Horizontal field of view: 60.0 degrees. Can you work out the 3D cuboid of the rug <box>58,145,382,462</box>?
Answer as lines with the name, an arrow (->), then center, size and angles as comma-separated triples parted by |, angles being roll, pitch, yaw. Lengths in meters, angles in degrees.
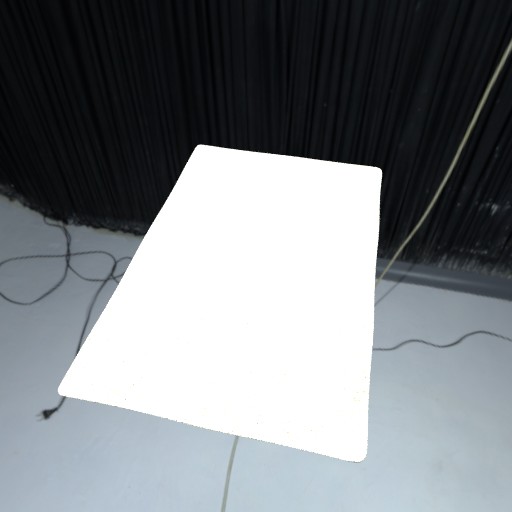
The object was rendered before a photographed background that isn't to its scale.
rug -> 0.000, 0.000, 3.370 | 1.798, 0.025, 2.698 | 9, 47, 9
